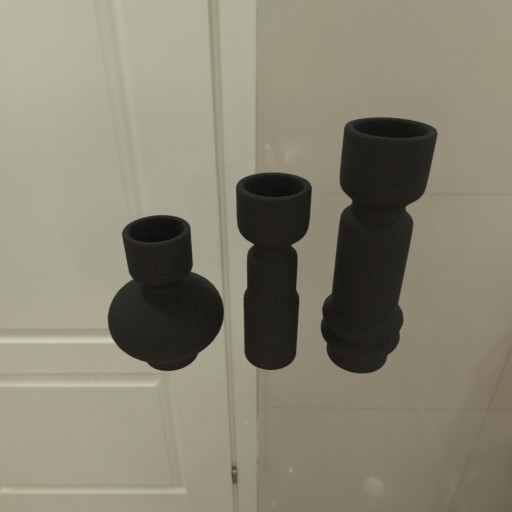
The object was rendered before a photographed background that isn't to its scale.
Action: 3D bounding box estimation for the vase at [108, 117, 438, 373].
[{"bbox_3d":[0.000,0.000,0.431,0.307,0.249,0.120,0,30,0],"label":"vase"}]
